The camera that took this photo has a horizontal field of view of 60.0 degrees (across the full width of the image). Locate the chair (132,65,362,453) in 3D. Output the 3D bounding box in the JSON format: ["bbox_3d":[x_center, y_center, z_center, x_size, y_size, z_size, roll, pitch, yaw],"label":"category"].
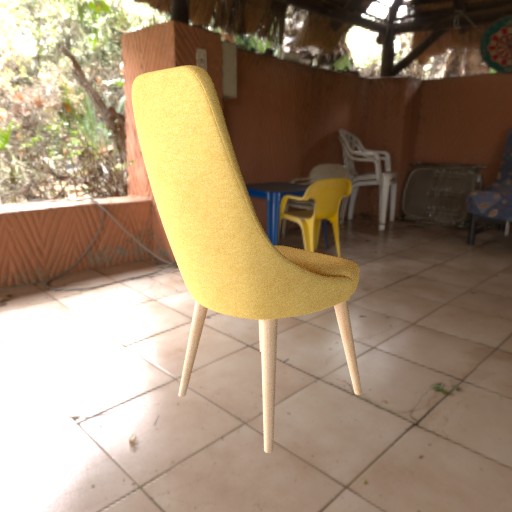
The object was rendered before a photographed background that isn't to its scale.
[{"bbox_3d":[0.000,0.000,1.407,0.510,1.040,0.660,14,20,42],"label":"chair"}]
